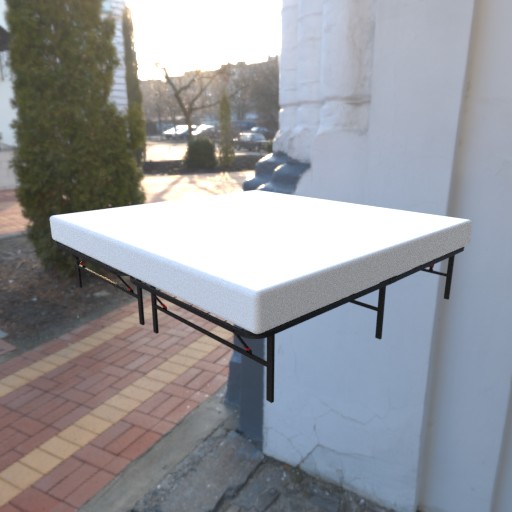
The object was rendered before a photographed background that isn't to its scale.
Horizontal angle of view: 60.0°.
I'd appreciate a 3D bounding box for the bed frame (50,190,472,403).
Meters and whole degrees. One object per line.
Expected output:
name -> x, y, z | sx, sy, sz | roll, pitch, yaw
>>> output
bed frame -> 0.000, 0.000, 2.984 | 1.935, 0.525, 2.033 | -15, 22, -42
